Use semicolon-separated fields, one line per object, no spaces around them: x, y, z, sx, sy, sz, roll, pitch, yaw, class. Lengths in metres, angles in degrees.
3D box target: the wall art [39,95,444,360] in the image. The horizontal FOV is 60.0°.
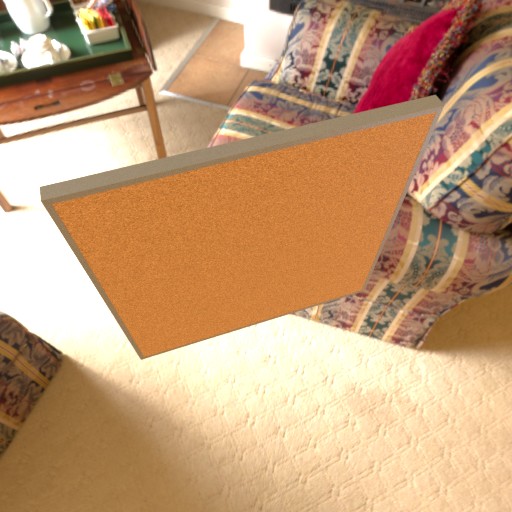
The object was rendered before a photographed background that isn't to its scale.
0.000;0.000;1.194;0.809;0.807;0.038;-16;59;-10;wall art
